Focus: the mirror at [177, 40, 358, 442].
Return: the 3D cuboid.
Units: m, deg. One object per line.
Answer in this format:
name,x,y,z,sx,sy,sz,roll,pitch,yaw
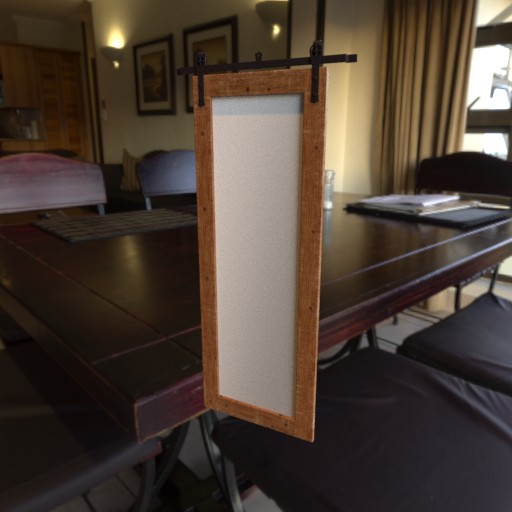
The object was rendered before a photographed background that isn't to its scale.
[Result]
mirror,0.000,0.000,2.070,0.847,1.793,0.042,8,17,27
